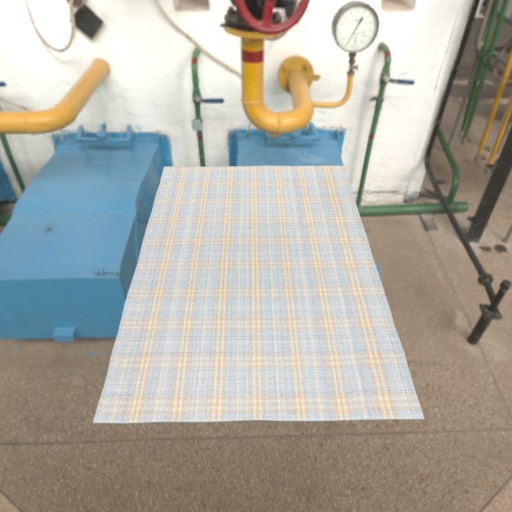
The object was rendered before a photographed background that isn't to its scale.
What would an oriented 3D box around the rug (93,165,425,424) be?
[{"bbox_3d":[0.000,0.000,2.314,1.231,0.012,1.835,0,42,-1],"label":"rug"}]
